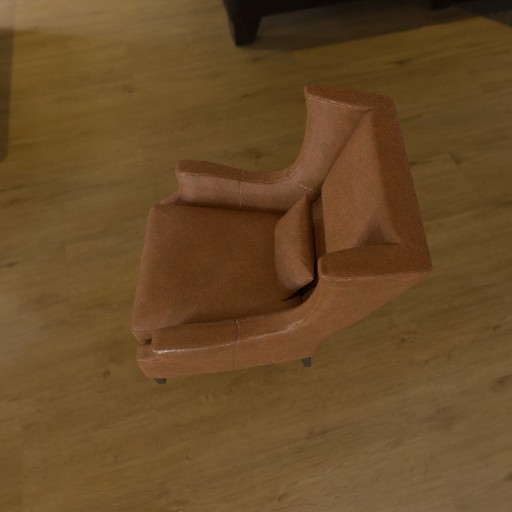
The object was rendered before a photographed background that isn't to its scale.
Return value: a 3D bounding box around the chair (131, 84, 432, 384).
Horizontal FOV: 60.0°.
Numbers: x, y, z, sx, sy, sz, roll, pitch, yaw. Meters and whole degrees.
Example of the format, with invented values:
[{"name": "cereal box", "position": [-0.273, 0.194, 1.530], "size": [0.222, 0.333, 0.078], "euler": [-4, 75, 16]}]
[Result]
[{"name": "chair", "position": [0.000, 0.000, 1.720], "size": [0.925, 1.016, 0.852], "euler": [0, 59, 0]}]
